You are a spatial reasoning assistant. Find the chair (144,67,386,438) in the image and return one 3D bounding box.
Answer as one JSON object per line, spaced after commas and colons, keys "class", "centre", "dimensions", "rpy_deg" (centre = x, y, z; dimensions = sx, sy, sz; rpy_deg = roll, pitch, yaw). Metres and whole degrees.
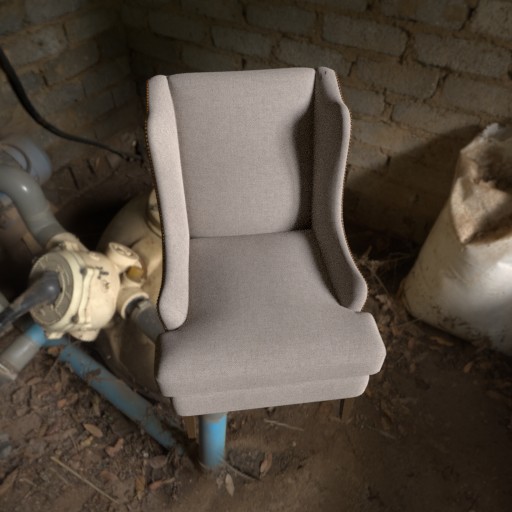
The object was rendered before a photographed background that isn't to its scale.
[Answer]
{"class": "chair", "centre": [0.000, 0.000, 1.651], "dimensions": [0.737, 1.029, 0.940], "rpy_deg": [-5, 46, -5]}
